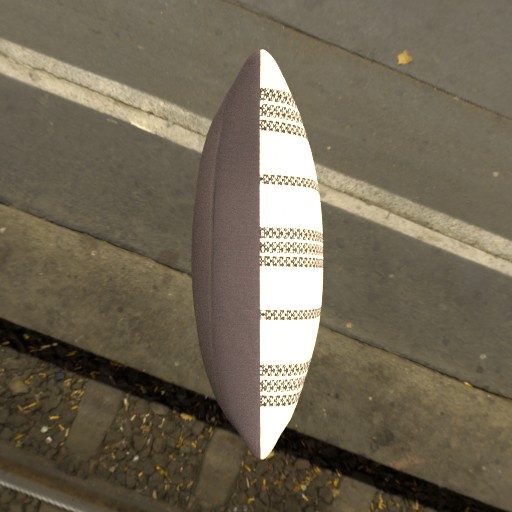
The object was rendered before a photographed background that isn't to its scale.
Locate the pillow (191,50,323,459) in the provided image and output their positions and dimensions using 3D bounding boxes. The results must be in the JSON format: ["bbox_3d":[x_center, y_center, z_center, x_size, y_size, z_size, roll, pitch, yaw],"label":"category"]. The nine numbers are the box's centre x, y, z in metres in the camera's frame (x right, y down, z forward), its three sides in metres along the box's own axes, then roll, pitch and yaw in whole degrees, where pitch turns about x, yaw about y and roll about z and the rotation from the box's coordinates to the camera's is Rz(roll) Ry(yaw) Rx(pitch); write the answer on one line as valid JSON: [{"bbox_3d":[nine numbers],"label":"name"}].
[{"bbox_3d":[0.000,0.000,0.630,0.173,0.406,0.405,0,90,-2],"label":"pillow"}]
